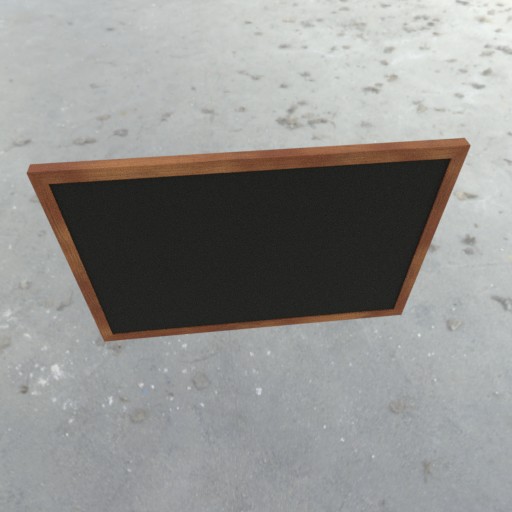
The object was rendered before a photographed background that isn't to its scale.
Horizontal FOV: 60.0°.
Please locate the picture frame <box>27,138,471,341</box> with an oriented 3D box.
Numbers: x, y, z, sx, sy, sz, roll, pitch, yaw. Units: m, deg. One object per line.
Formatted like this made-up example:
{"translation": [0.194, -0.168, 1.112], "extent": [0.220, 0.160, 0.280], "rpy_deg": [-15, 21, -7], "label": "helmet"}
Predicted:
{"translation": [0.000, 0.000, 1.187], "extent": [0.950, 0.640, 0.029], "rpy_deg": [-4, 47, -4], "label": "picture frame"}
